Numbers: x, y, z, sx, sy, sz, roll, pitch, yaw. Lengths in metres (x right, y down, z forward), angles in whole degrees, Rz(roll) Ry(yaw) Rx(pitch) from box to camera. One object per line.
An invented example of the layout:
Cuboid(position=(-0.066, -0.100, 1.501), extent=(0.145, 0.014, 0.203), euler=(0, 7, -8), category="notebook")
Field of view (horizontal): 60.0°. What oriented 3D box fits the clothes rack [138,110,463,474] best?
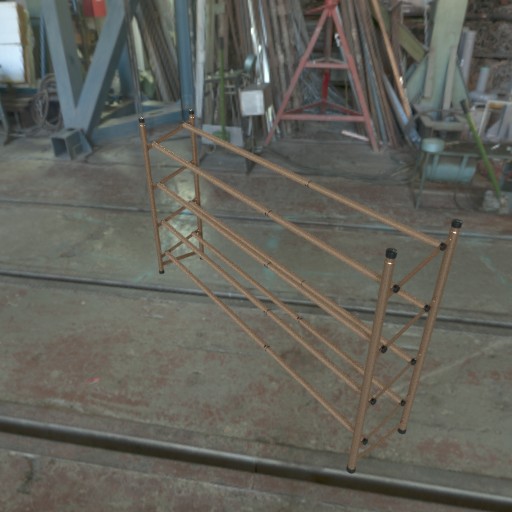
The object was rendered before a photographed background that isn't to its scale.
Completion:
Cuboid(position=(0.000, 0.000, 1.436), extent=(0.229, 0.672, 1.168), euler=(-20, 37, -30), category="clothes rack")
